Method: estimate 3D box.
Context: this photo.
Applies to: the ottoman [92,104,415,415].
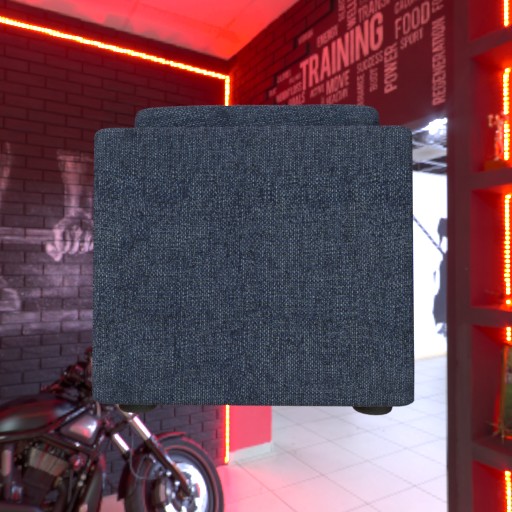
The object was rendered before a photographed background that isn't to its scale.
[{"bbox_3d":[0.000,0.000,0.830,0.450,0.460,0.450,0,-1,2],"label":"ottoman"}]
